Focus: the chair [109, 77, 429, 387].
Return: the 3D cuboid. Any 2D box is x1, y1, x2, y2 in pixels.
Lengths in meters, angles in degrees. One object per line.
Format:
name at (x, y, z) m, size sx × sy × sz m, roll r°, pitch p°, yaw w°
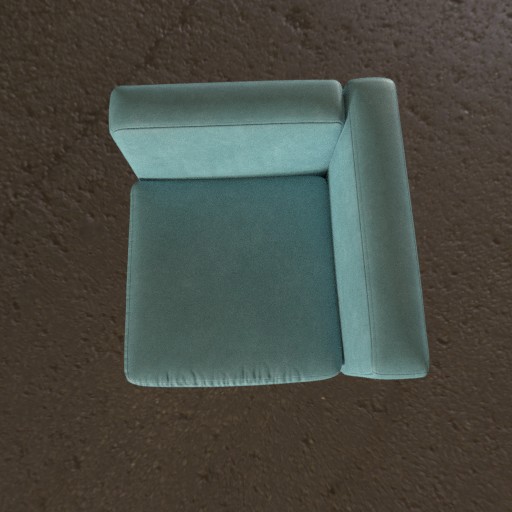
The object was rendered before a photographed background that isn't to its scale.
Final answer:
chair at (0.000, 0.000, 1.221) m, size 0.680 × 0.660 × 0.680 m, roll -2°, pitch 76°, yaw -1°
